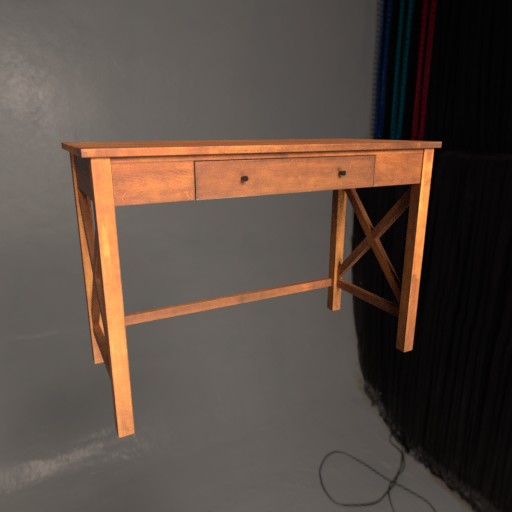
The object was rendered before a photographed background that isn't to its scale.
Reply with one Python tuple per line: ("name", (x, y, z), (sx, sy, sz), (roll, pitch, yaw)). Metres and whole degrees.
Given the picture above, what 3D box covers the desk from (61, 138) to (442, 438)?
("desk", (0.000, 0.000, 1.530), (1.117, 0.762, 0.508), (-8, 18, -26))
